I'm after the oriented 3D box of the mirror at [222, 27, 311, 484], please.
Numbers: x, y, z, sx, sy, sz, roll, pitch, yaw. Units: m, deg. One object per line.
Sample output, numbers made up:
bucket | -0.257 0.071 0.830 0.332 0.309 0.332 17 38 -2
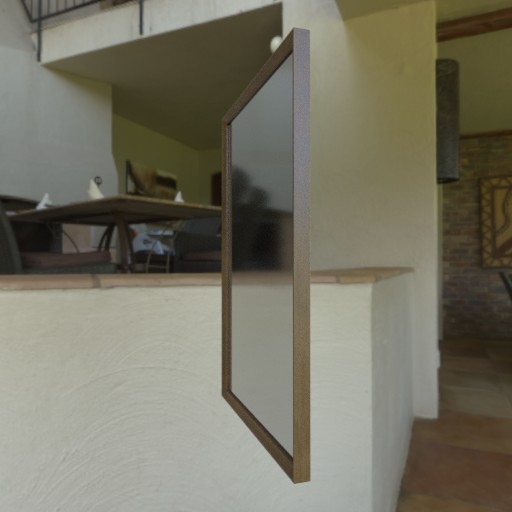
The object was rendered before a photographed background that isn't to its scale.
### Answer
mirror | 0.000 0.000 1.183 0.041 0.915 0.609 0 -1 -18
